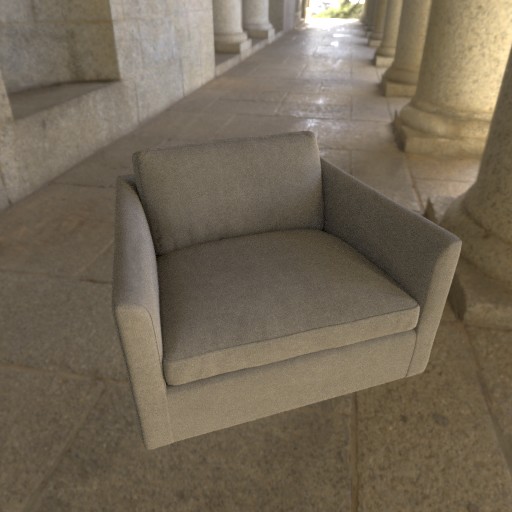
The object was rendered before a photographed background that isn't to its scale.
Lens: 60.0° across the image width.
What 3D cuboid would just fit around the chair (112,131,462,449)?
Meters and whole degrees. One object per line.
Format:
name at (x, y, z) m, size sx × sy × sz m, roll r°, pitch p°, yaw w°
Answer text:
chair at (0.000, 0.000, 1.934) m, size 1.190 × 0.845 × 1.091 m, roll -10°, pitch 33°, yaw -16°
